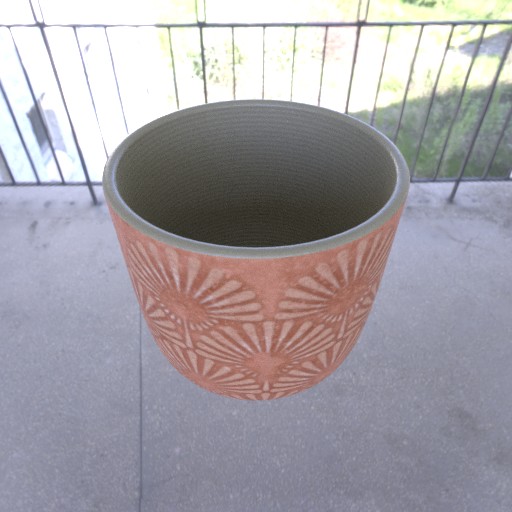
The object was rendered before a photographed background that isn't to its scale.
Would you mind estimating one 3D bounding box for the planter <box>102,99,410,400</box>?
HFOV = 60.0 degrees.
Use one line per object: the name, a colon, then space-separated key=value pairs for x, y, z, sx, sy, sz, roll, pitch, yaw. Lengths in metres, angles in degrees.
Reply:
planter: x=0.000 y=0.000 z=0.219 sx=0.124 sy=0.109 sz=0.124 roll=0 pitch=41 yaw=0
